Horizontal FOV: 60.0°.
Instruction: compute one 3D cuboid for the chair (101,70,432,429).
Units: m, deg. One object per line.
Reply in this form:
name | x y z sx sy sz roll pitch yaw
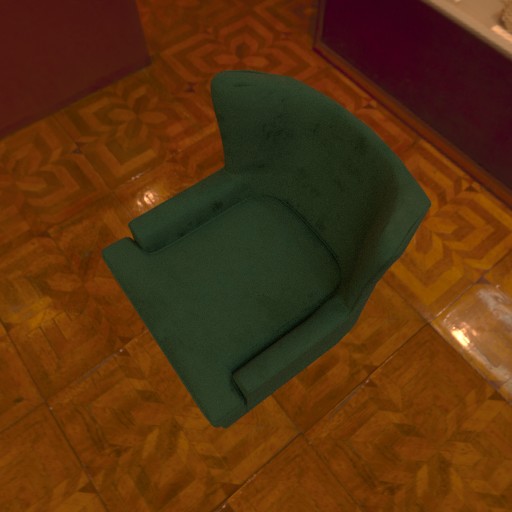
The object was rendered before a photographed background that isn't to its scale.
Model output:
chair | 0.000 0.000 1.608 0.910 0.952 0.793 -33 68 -16
